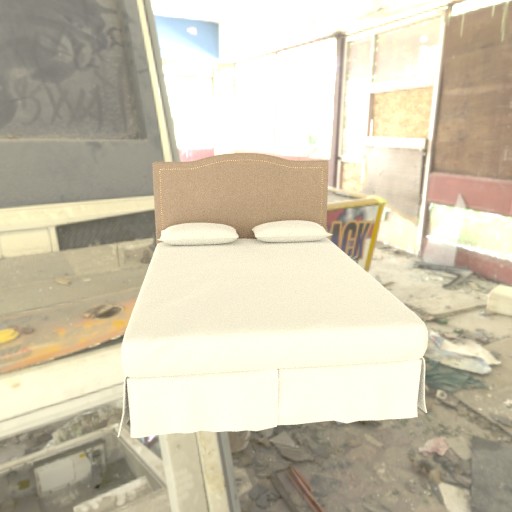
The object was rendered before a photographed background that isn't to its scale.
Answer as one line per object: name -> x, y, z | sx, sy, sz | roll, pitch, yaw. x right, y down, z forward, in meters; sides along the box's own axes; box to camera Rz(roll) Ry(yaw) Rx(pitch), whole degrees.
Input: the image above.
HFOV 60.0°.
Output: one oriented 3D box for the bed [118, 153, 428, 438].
bed -> 0.000, 0.000, 3.420 | 1.821, 1.436, 2.282 | -2, 16, -7
